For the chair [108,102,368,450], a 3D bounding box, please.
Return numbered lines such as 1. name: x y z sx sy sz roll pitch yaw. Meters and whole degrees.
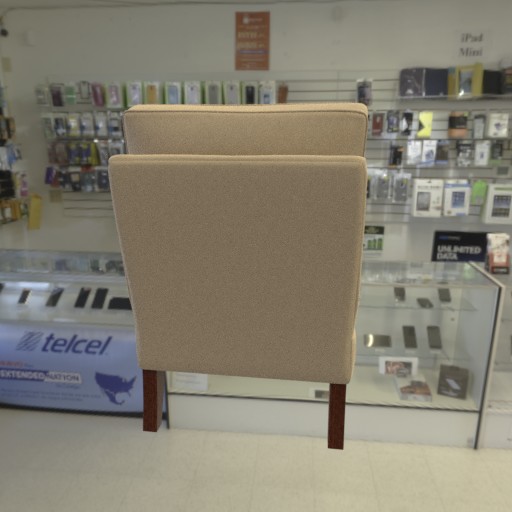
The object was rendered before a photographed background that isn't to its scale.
1. chair: 0.000 0.000 1.666 0.724 1.052 0.912 2 15 8
